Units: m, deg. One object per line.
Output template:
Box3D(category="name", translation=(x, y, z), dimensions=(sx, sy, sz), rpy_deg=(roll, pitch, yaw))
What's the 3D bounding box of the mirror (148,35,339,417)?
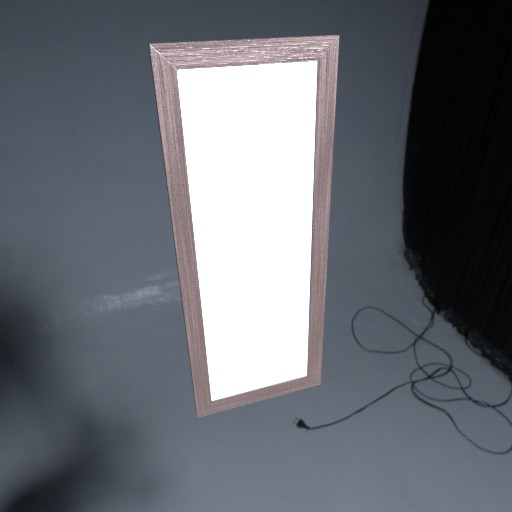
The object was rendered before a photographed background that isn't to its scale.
Box3D(category="mirror", translation=(0.000, 0.000, 2.302), dimensions=(0.812, 2.020, 0.221), rpy_deg=(-10, 35, -15))
